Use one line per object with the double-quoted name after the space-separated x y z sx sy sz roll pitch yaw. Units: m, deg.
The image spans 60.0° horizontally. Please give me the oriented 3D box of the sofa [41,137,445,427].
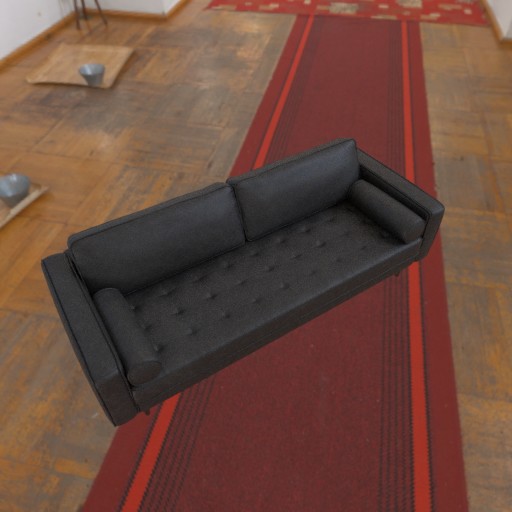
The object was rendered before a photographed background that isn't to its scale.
0.000 0.000 2.634 2.210 0.762 0.914 -24 50 -23 "sofa"
